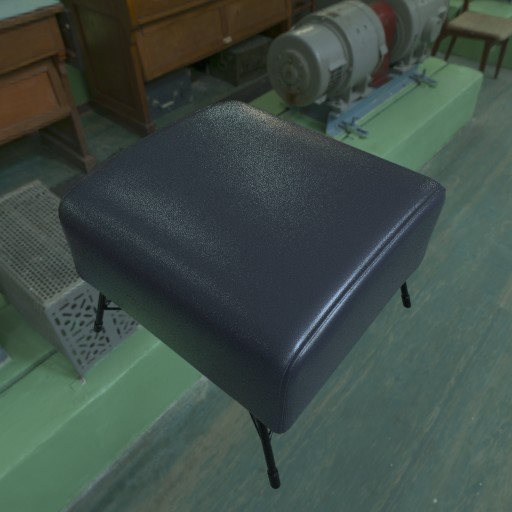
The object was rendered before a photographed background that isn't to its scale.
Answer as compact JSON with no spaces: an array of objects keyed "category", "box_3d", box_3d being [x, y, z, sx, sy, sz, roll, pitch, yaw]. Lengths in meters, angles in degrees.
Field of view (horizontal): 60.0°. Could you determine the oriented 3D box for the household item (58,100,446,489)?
[{"category":"household item","box_3d":[0.000,0.000,0.884,0.530,0.410,0.530,31,54,26]}]
